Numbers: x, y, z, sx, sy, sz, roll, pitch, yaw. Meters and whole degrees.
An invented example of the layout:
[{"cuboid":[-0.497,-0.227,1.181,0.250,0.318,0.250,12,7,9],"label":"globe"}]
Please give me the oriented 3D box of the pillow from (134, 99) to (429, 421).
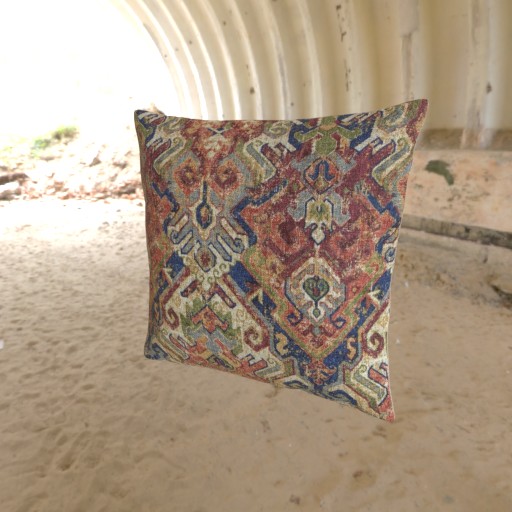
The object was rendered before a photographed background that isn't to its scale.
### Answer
[{"cuboid":[0.000,0.000,0.780,0.523,0.506,0.166,7,16,25],"label":"pillow"}]
